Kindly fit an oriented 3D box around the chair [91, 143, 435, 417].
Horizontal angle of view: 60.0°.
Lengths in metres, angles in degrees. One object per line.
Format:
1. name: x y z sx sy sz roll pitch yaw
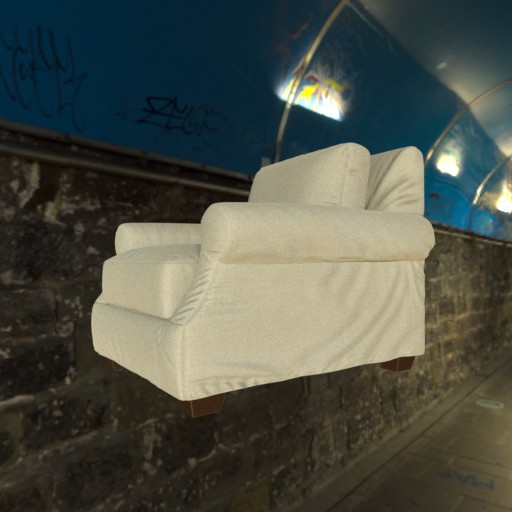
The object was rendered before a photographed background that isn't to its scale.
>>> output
1. chair: 0.000 0.000 1.733 1.066 0.866 0.940 1 -1 -35
